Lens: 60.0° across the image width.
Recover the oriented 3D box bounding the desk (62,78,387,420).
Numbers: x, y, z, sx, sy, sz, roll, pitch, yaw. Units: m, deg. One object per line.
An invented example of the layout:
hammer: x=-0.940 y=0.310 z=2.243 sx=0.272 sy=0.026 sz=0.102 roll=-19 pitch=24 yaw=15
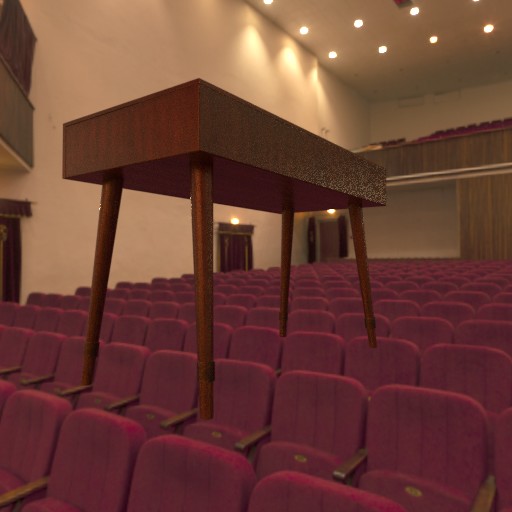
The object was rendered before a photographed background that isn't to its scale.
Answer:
desk: x=0.000 y=0.000 z=2.157 sx=0.734 sy=1.031 sz=1.577 roll=-1 pitch=-1 yaw=36
